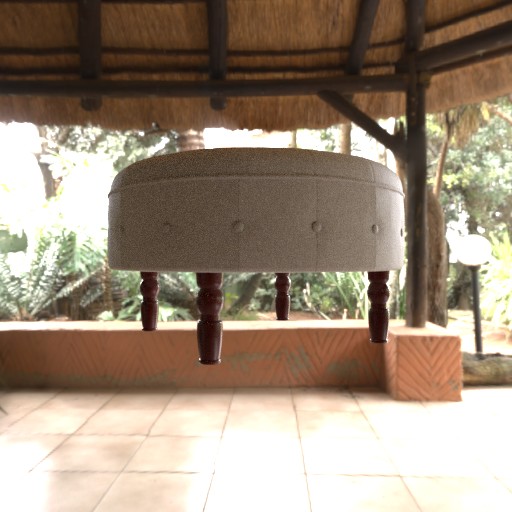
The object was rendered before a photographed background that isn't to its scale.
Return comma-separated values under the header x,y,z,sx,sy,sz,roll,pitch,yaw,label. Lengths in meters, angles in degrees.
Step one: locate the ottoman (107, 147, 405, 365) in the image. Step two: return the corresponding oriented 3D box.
x,y,z,sx,sy,sz,roll,pitch,yaw,label
0.000,0.000,1.332,0.849,0.478,0.849,0,0,0,ottoman
